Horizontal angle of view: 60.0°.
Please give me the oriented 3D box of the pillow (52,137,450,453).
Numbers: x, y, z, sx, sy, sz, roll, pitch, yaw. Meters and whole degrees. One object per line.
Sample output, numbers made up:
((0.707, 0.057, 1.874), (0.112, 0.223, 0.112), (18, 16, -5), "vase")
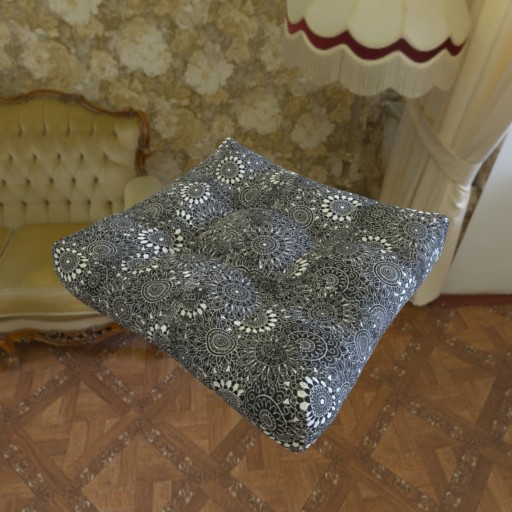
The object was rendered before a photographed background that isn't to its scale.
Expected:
((0.000, 0.000, 0.738), (0.490, 0.128, 0.468), (26, 48, 27), "pillow")
